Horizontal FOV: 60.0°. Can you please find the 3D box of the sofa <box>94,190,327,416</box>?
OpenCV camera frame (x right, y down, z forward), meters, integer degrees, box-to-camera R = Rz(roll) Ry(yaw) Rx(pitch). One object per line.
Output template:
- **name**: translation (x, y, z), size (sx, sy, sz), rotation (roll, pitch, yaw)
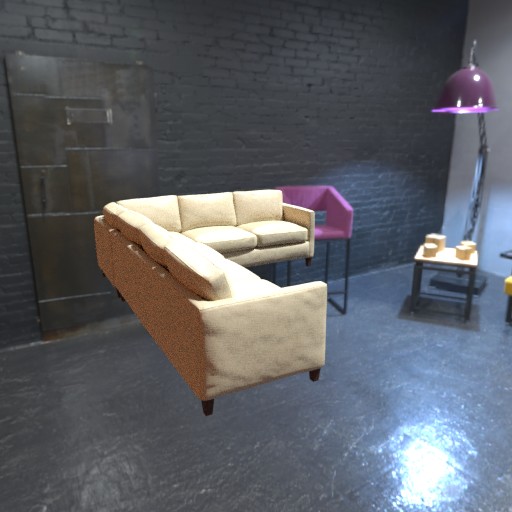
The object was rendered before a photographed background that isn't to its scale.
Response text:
- **sofa**: translation (0.000, 0.000, 4.489), size (2.593, 0.947, 3.302), rotation (-8, 17, -28)
